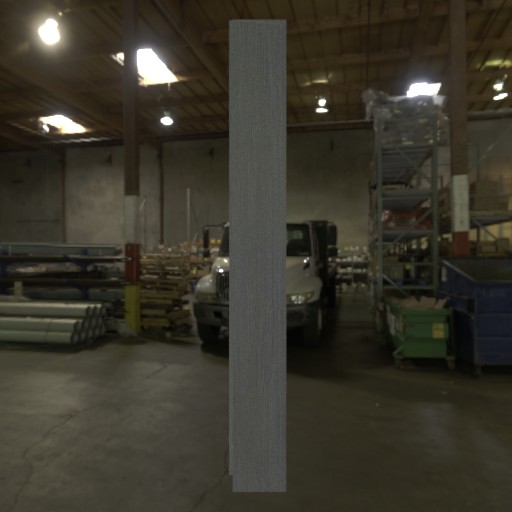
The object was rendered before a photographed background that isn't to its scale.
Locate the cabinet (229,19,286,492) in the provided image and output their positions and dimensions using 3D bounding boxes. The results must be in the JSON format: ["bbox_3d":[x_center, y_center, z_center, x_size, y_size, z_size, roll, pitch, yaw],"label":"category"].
[{"bbox_3d":[0.000,0.000,1.930,0.230,1.790,0.500,0,0,0],"label":"cabinet"}]
